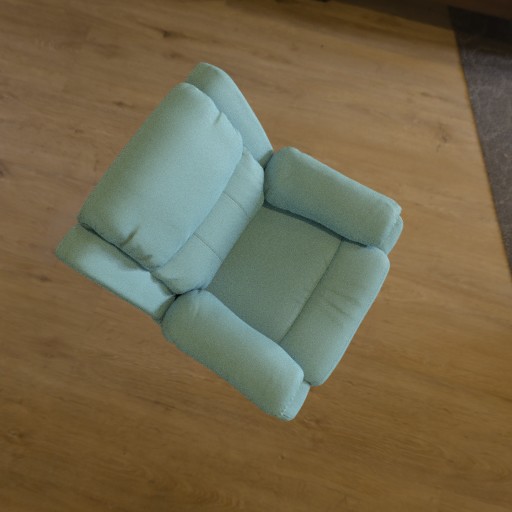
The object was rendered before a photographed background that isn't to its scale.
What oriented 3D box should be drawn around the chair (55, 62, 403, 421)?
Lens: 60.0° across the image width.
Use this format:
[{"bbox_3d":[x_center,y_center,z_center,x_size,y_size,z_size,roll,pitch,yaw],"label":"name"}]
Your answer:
[{"bbox_3d":[0.000,0.000,1.250,0.709,0.702,0.680,31,78,8],"label":"chair"}]
